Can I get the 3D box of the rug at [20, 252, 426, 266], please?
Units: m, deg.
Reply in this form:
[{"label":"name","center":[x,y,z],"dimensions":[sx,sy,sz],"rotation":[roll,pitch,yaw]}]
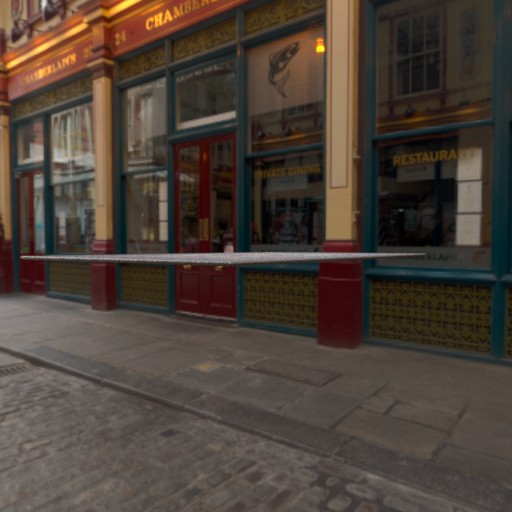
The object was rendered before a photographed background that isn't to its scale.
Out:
[{"label":"rug","center":[0.000,0.000,2.193],"dimensions":[1.144,0.014,1.748],"rotation":[1,1,37]}]
